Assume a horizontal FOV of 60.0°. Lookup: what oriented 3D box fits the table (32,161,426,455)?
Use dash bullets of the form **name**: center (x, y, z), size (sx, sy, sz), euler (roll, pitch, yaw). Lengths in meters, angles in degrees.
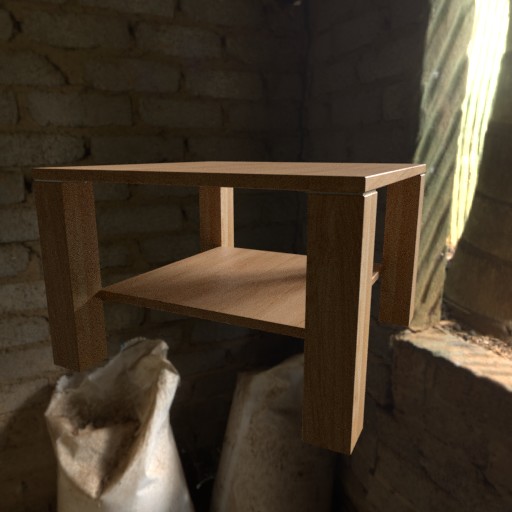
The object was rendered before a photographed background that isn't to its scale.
- **table**: center (0.000, 0.000, 1.128), size (0.700, 0.450, 0.700), euler (7, 15, 26)
